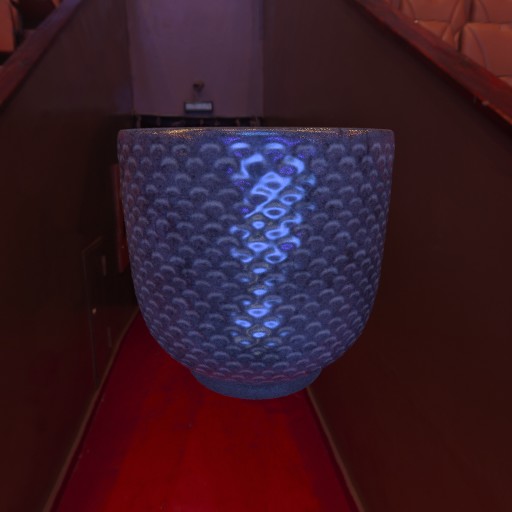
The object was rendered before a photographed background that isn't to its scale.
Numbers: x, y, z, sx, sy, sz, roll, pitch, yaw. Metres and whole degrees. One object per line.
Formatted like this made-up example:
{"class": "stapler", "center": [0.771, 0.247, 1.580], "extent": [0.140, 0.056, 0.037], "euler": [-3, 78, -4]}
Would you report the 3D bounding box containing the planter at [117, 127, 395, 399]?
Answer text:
{"class": "planter", "center": [0.000, 0.000, 0.350], "extent": [0.197, 0.191, 0.197], "euler": [0, 15, 0]}
